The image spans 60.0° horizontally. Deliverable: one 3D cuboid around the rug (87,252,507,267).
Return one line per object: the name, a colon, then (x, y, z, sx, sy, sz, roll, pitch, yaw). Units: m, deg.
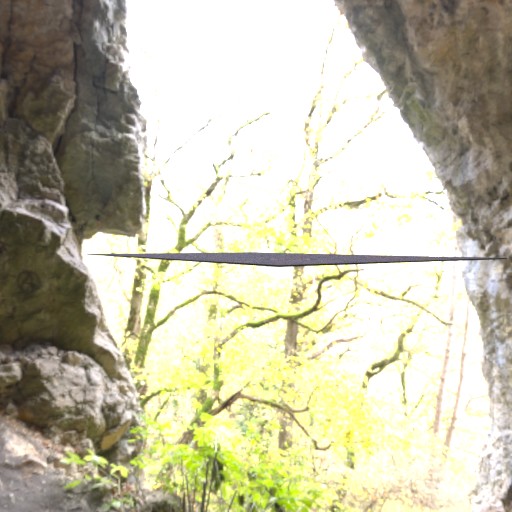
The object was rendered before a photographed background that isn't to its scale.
rug: (0.000, 0.000, 2.884, 1.515, 0.007, 2.427, -1, 2, -35)
